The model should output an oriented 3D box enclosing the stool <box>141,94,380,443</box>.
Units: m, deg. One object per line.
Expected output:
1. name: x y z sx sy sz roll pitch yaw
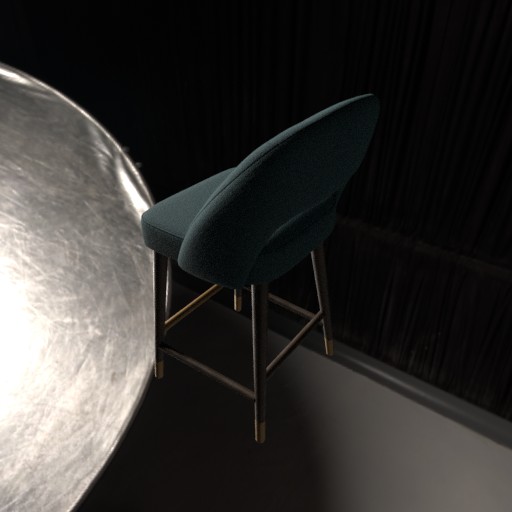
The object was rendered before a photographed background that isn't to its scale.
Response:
1. stool: 0.000 0.000 1.289 0.522 0.939 0.536 21 38 30
